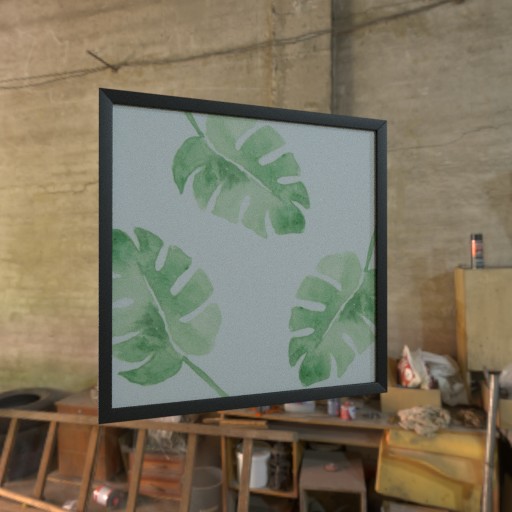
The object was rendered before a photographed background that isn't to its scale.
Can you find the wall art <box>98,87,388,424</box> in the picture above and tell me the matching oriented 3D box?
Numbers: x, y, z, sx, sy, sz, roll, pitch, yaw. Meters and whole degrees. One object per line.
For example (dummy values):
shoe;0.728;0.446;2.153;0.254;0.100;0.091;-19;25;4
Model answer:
wall art;0.000;0.000;1.143;0.765;0.765;0.038;0;0;-18
